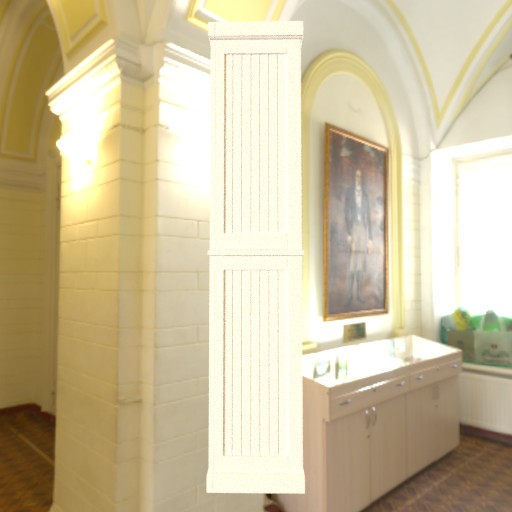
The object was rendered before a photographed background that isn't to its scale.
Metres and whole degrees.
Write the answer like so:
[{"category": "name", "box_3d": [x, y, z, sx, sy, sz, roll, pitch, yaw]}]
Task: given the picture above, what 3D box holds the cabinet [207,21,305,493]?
[{"category": "cabinet", "box_3d": [0.000, 0.000, 2.091, 0.390, 1.829, 0.754, 0, -3, 1]}]
